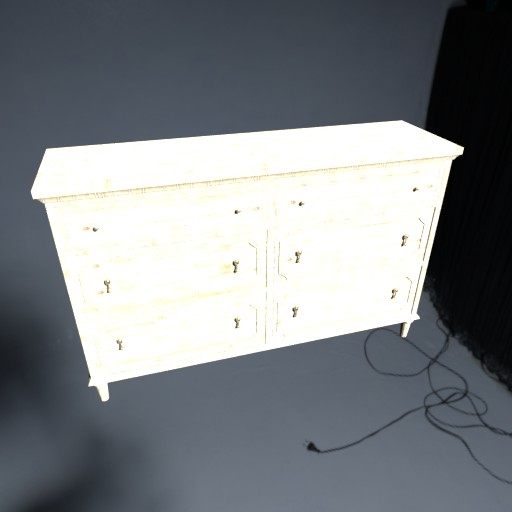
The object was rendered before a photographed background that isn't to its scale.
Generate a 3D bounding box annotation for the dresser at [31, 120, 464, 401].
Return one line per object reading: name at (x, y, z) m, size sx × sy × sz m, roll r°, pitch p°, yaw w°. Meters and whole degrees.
dresser at (0.000, 0.000, 2.055) m, size 1.626 × 1.016 × 0.457 m, roll -9°, pitch 32°, yaw -14°
